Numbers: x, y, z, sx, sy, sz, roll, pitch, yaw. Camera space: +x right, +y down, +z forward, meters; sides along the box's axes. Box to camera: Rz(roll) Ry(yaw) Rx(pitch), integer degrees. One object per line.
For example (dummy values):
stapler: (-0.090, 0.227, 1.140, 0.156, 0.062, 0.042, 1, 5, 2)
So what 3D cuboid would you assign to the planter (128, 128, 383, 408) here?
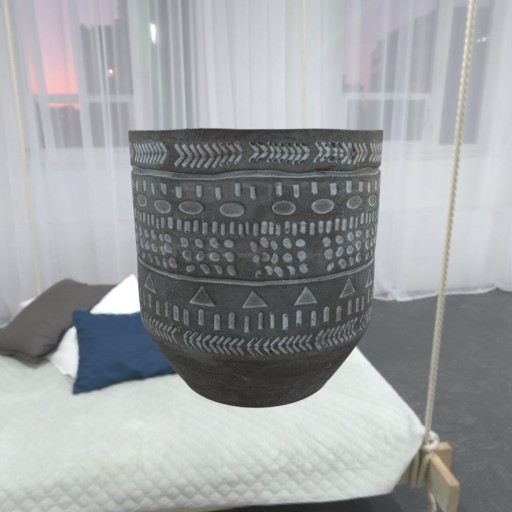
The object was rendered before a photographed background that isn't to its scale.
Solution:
planter: (0.000, 0.000, 0.273, 0.142, 0.149, 0.142, 0, 15, 0)
